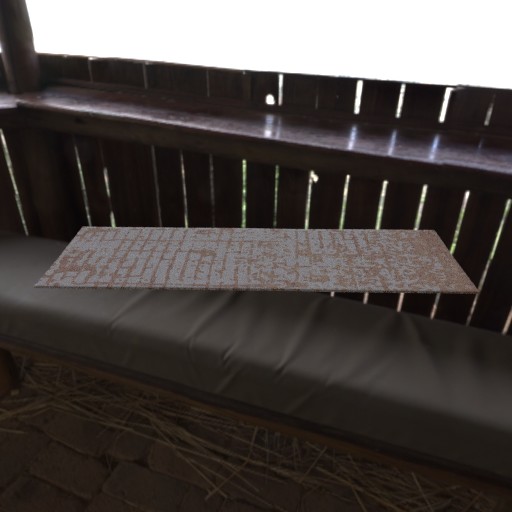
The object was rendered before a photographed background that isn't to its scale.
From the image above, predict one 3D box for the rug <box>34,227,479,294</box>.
[{"bbox_3d":[0.000,0.000,2.741,2.435,0.011,0.750,1,30,1],"label":"rug"}]
